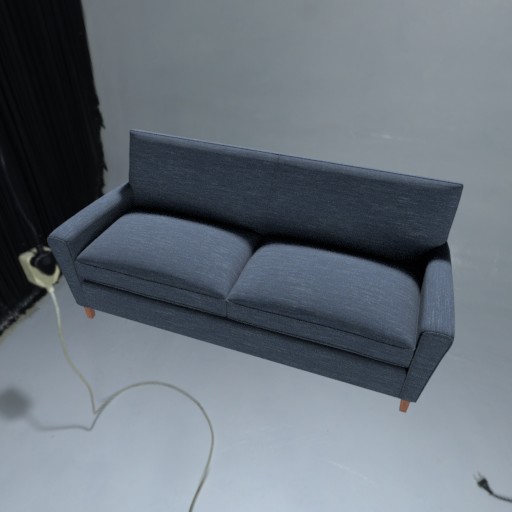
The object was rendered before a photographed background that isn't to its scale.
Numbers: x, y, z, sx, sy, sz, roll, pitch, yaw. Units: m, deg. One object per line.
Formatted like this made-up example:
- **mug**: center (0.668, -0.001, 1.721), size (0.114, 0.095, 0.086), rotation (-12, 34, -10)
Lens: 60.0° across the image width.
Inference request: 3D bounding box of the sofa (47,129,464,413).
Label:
- **sofa**: center (0.000, 0.000, 2.421), size (1.976, 0.846, 0.875), rotation (13, 41, 15)
